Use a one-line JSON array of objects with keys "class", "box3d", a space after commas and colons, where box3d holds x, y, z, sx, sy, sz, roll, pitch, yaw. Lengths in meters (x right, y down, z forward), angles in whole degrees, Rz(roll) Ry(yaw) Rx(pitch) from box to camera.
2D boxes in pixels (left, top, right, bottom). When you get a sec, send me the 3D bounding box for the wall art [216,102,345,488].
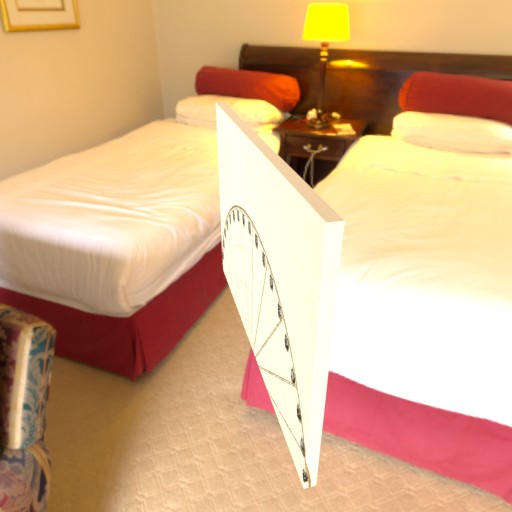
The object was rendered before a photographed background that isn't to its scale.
[{"class": "wall art", "box3d": [0.000, 0.000, 1.456, 0.038, 0.767, 1.144, -7, 30, -12]}]
